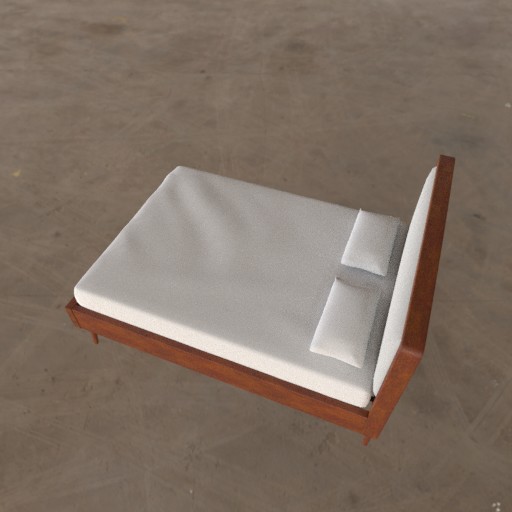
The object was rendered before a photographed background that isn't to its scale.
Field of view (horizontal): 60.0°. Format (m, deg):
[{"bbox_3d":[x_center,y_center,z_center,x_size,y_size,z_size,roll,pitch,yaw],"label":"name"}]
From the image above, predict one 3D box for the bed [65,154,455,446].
[{"bbox_3d":[0.000,0.000,3.145,2.196,1.275,1.587,16,50,14],"label":"bed"}]
